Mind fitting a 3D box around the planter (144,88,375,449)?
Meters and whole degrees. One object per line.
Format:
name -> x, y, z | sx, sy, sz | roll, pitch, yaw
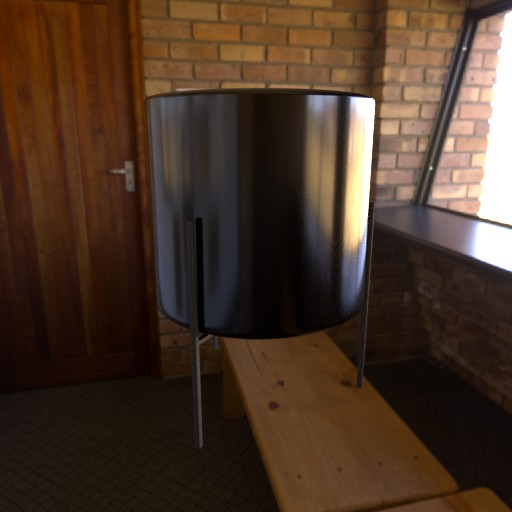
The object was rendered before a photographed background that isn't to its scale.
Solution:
planter -> 0.000, 0.000, 0.647 | 0.310, 0.432, 0.310 | 14, 20, 42
